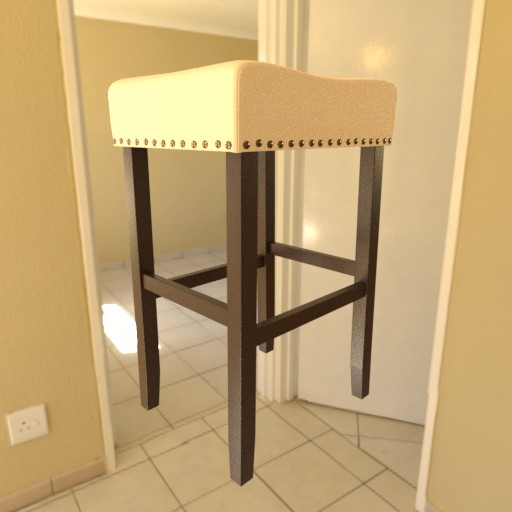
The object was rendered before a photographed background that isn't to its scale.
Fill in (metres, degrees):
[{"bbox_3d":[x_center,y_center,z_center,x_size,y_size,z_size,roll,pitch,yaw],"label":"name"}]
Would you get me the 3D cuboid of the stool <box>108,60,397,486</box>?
[{"bbox_3d":[0.000,0.000,1.021,0.471,0.762,0.401,-15,22,-42],"label":"stool"}]
